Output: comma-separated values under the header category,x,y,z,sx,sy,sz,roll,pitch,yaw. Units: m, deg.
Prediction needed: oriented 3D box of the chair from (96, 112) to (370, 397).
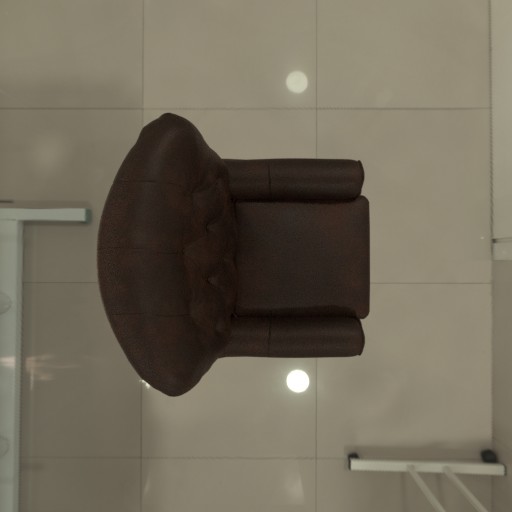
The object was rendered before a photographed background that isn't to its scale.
category,x,y,z,sx,sy,sz,roll,pitch,yaw
chair,0.000,0.000,1.973,1.058,1.158,0.948,0,89,0
